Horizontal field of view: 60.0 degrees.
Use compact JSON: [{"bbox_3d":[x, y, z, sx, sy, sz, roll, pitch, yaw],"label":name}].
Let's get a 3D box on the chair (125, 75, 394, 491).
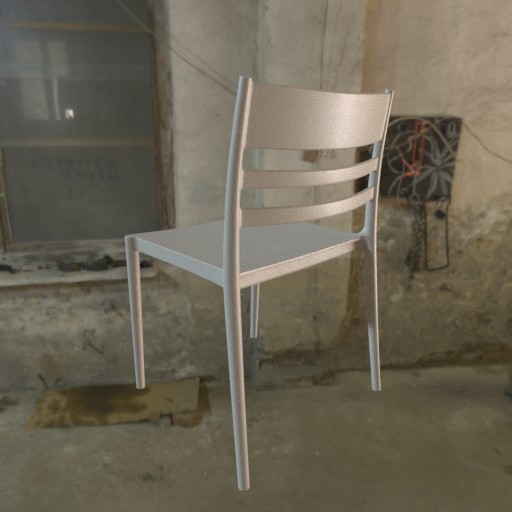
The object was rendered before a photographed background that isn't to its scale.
[{"bbox_3d":[0.000,0.000,1.131,0.531,0.800,0.511,-16,23,-41],"label":"chair"}]
